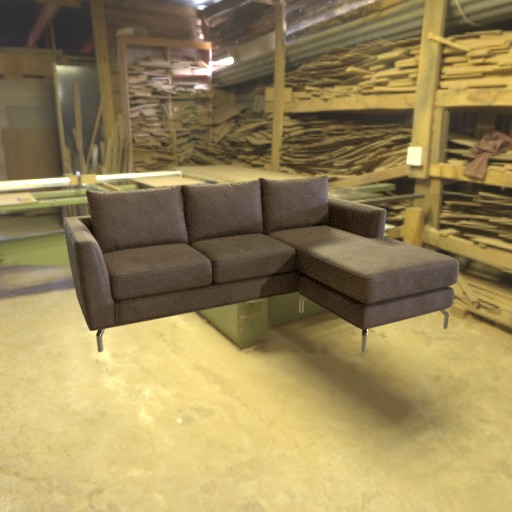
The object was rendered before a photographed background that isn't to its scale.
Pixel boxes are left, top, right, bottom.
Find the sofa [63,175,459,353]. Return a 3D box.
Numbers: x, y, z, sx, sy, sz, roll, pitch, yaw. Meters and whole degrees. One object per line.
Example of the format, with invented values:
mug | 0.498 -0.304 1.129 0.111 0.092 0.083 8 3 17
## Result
sofa | 0.000 0.000 3.249 2.438 0.987 1.622 -8 18 -26
